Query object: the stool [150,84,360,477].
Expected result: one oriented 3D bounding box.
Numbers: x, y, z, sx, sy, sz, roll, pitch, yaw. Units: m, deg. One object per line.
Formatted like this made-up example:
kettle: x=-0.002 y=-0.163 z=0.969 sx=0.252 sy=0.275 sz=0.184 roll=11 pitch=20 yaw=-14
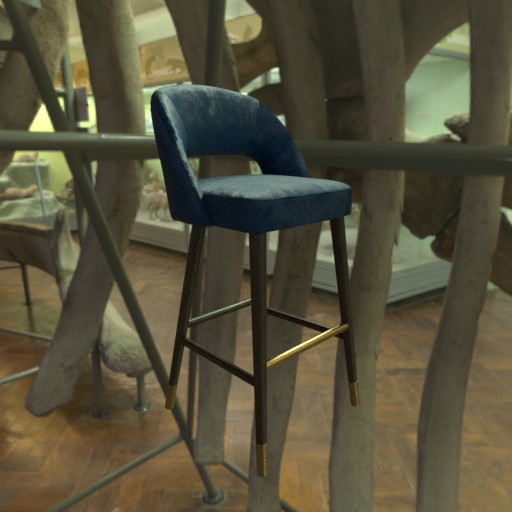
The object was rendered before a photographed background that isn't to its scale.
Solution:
stool: x=0.000 y=0.000 z=1.355 sx=0.515 sy=1.016 sz=0.514 roll=14 pitch=20 yaw=43
